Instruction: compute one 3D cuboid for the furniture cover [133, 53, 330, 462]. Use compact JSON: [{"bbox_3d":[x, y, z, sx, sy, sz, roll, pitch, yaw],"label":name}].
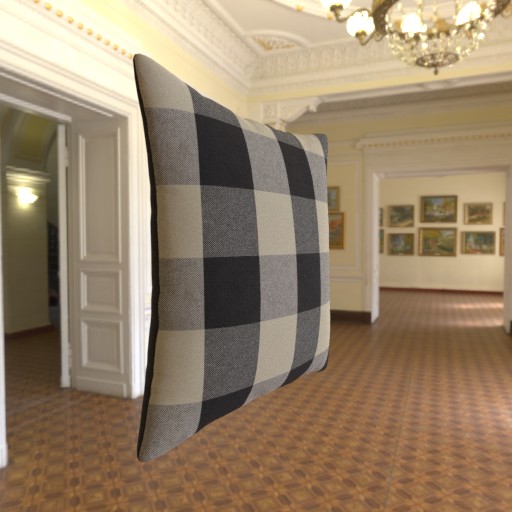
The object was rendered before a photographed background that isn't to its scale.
[{"bbox_3d":[0.000,0.000,0.754,0.161,0.509,0.511,1,2,35],"label":"furniture cover"}]
